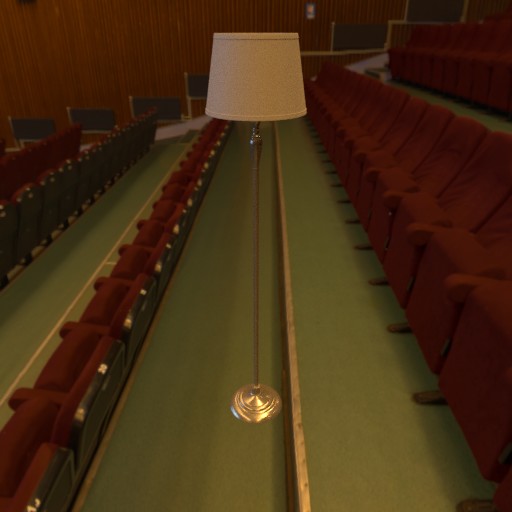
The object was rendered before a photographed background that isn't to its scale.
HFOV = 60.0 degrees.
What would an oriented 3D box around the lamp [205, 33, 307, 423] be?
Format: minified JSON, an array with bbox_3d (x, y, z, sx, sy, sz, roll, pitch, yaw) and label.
[{"bbox_3d":[0.000,0.000,1.677,0.327,1.506,0.327,0,27,1],"label":"lamp"}]
